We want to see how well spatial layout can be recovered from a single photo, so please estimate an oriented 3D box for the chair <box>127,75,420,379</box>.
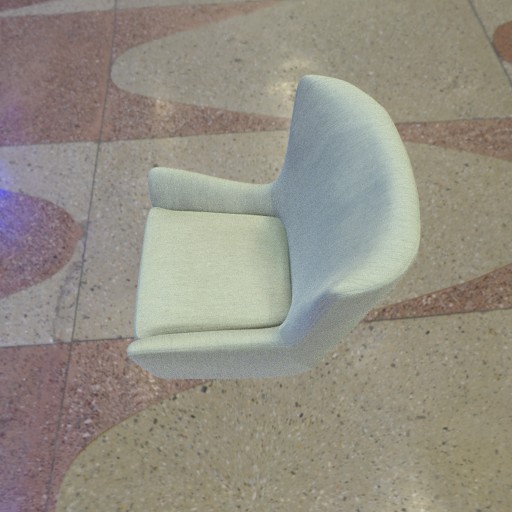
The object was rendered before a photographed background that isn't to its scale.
[{"bbox_3d":[0.000,0.000,1.655,0.904,1.000,0.779,-1,61,-1],"label":"chair"}]
